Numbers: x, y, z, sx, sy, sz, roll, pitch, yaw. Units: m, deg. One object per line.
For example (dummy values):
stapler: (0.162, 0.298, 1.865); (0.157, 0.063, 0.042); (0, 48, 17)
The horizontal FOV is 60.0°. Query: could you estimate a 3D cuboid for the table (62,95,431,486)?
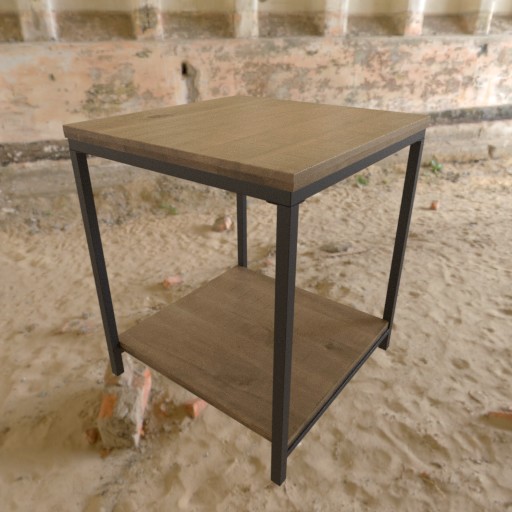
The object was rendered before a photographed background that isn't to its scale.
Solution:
table: (0.000, 0.000, 0.987); (0.503, 0.589, 0.507); (19, 33, 33)
